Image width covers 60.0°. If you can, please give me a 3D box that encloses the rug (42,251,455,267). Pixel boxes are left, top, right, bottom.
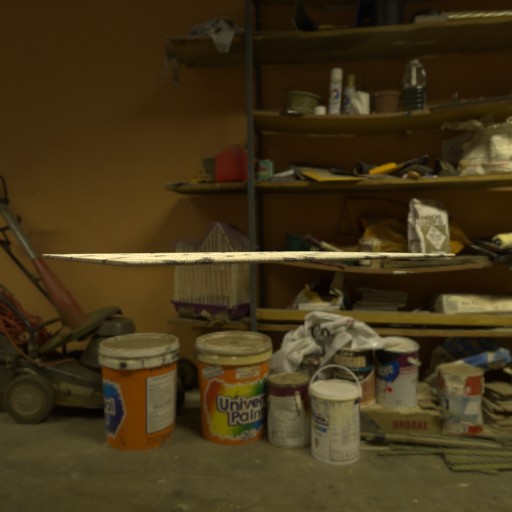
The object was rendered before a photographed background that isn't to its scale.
[{"bbox_3d":[0.000,0.000,2.970,2.348,0.024,1.501,-1,2,-37],"label":"rug"}]
